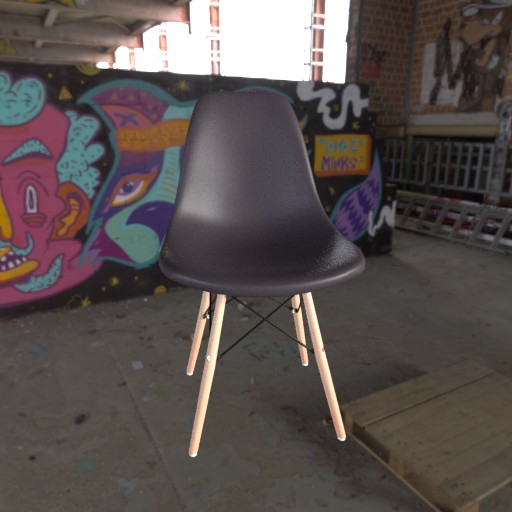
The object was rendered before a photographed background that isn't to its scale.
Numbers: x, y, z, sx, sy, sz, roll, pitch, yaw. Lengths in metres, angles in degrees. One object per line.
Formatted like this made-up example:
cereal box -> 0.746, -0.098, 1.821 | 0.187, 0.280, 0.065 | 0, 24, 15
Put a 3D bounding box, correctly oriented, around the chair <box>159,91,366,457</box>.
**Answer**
chair -> 0.000, 0.000, 1.120 | 0.470, 0.825, 0.533 | -2, 16, -8
